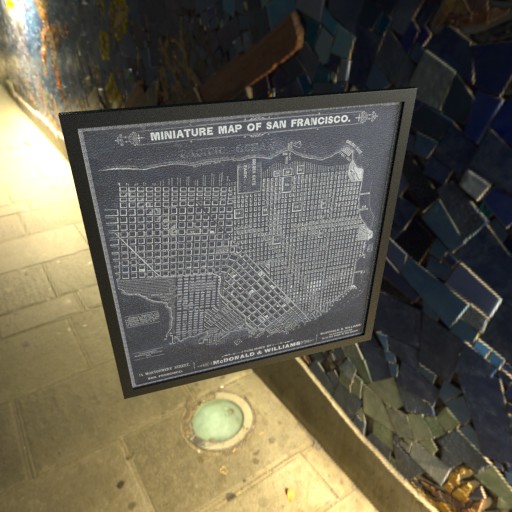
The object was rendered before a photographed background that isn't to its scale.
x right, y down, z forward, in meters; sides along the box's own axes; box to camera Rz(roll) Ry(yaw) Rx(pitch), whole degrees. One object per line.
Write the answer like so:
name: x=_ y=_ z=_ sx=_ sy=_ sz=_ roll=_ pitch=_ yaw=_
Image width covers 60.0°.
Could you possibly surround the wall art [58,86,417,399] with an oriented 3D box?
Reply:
wall art: x=0.000 y=0.000 z=1.181 sx=0.807 sy=0.807 sz=0.022 roll=-10 pitch=33 yaw=-15
